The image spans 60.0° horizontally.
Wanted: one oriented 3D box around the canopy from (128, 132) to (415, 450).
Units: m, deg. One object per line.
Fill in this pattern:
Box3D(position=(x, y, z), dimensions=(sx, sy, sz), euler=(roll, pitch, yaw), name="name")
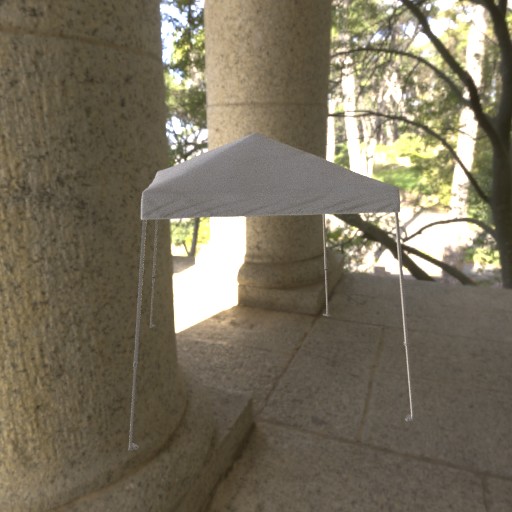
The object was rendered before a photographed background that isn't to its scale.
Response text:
Box3D(position=(0.000, 0.000, 6.712), dimensions=(3.600, 3.600, 3.599), euler=(-2, 15, -9), name="canopy")
